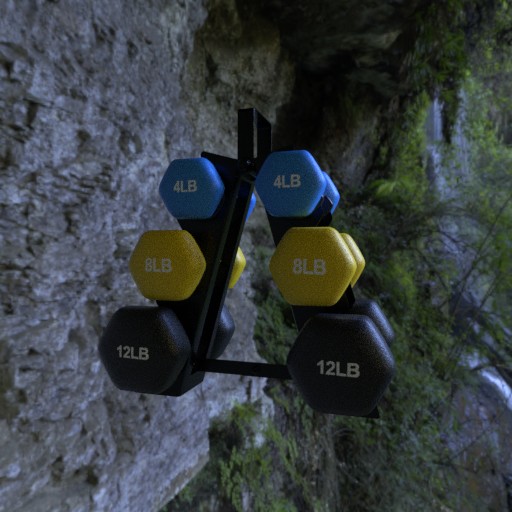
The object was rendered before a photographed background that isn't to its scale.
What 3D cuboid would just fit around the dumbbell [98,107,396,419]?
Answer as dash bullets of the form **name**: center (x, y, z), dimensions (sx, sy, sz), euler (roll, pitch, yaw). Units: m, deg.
- **dumbbell**: center (0.000, 0.000, 0.678), dimensions (0.409, 0.426, 0.255), euler (0, 0, 18)
